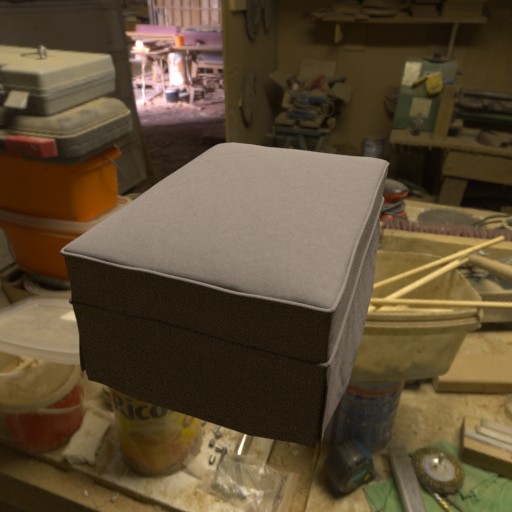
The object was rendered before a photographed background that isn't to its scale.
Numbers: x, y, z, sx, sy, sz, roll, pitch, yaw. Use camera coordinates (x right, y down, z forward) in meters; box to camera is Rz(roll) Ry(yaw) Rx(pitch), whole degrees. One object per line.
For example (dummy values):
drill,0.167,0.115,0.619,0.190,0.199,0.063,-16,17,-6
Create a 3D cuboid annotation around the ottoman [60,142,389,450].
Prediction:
ottoman,0.000,0.000,1.363,0.703,0.479,0.944,11,33,18
